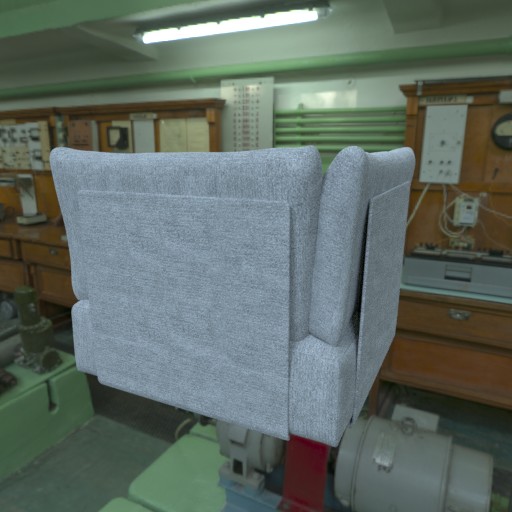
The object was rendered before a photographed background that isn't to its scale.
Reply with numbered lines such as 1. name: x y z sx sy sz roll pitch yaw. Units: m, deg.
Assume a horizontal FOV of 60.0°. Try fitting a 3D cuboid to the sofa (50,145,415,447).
1. sofa: 0.000 0.000 1.703 1.000 0.820 1.000 7 15 25
